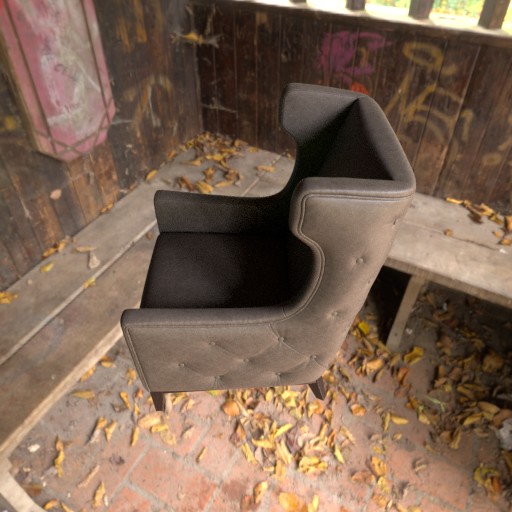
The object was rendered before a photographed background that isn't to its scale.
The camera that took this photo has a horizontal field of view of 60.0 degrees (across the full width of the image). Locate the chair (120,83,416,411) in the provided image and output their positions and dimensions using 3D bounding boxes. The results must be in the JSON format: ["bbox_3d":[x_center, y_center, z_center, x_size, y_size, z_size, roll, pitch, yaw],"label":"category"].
[{"bbox_3d":[0.000,0.000,1.708,0.899,1.079,0.769,0,43,0],"label":"chair"}]
